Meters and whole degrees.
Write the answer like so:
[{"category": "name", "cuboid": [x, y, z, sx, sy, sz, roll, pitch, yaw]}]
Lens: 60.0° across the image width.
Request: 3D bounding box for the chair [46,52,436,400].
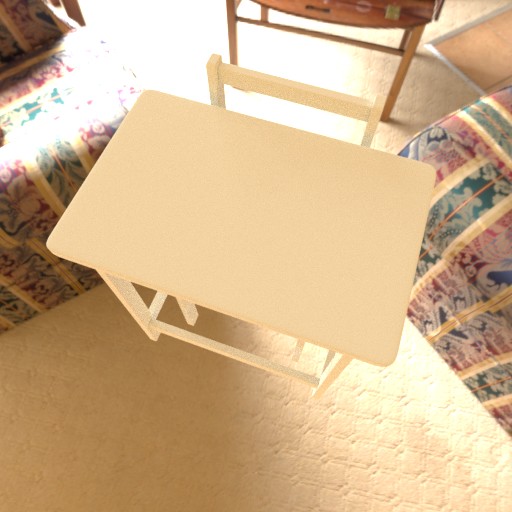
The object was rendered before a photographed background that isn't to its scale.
[{"category": "chair", "cuboid": [0.000, 0.000, 1.036, 0.599, 0.673, 0.461, 18, 65, 8]}]
